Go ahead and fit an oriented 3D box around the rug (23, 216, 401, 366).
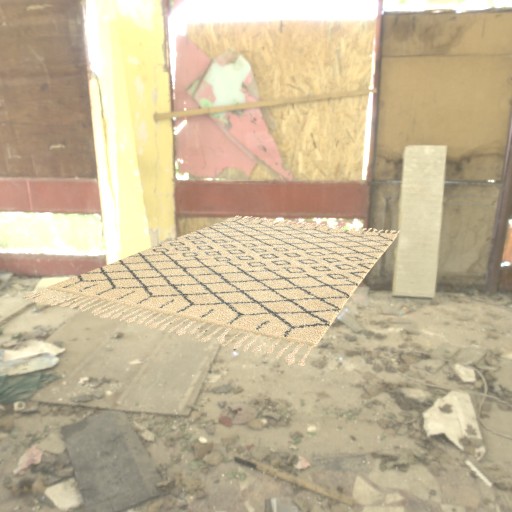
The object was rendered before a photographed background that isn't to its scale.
[{"bbox_3d":[0.000,0.000,3.203,1.664,0.029,2.615,8,18,25],"label":"rug"}]
